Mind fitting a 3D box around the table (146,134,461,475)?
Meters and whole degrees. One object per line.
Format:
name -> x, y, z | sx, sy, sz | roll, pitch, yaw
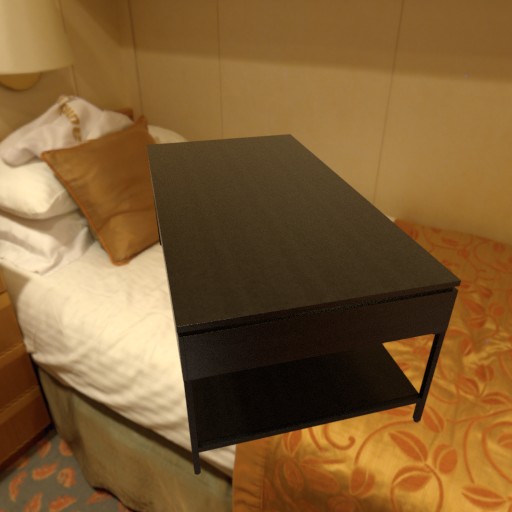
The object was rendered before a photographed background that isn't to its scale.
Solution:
table -> 0.000, 0.000, 1.401 | 0.574, 0.435, 1.095 | -8, 32, -12
